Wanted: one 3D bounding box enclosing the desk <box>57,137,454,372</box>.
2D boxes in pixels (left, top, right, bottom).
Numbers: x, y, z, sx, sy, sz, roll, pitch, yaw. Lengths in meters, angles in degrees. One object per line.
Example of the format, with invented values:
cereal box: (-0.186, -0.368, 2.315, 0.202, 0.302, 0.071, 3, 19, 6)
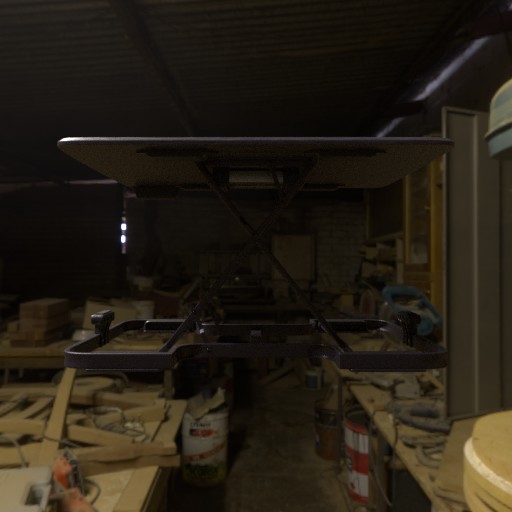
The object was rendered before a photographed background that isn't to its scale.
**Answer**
desk: (0.000, 0.000, 1.144, 0.820, 0.470, 0.546, 0, 0, 0)
